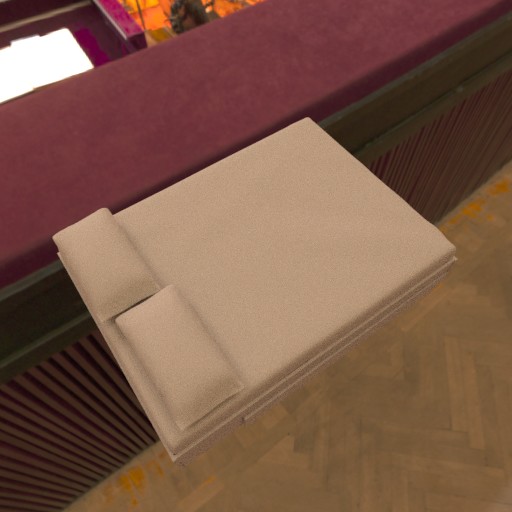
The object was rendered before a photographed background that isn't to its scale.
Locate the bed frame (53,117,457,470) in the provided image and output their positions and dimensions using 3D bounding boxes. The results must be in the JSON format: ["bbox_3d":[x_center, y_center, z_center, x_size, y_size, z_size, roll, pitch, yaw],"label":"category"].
[{"bbox_3d":[0.000,0.000,2.684,1.950,0.629,1.450,-31,63,-18],"label":"bed frame"}]
